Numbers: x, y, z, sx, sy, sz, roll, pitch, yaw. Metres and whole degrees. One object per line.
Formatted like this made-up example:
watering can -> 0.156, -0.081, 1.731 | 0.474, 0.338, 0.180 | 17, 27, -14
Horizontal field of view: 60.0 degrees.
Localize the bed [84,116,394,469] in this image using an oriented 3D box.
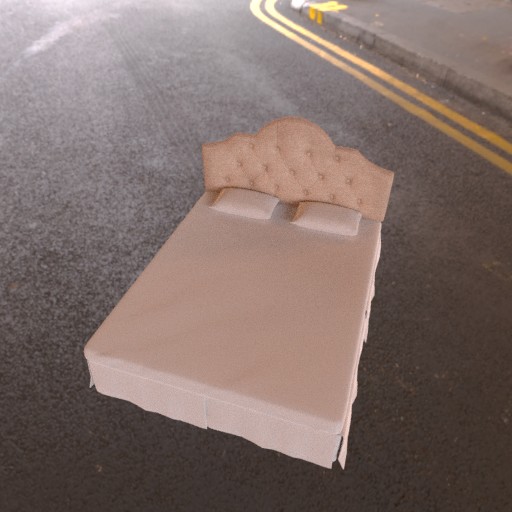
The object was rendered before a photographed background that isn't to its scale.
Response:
bed -> 0.000, 0.000, 3.011 | 1.667, 1.194, 1.970 | 12, 41, 14
